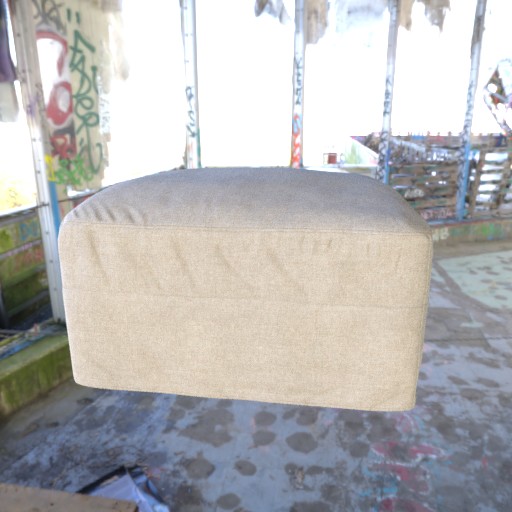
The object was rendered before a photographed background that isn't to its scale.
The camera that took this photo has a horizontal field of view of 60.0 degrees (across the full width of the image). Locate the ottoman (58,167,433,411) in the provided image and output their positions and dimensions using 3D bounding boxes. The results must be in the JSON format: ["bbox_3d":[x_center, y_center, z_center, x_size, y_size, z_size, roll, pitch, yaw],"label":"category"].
[{"bbox_3d":[0.000,0.000,1.240,0.837,0.481,0.683,2,17,8],"label":"ottoman"}]
